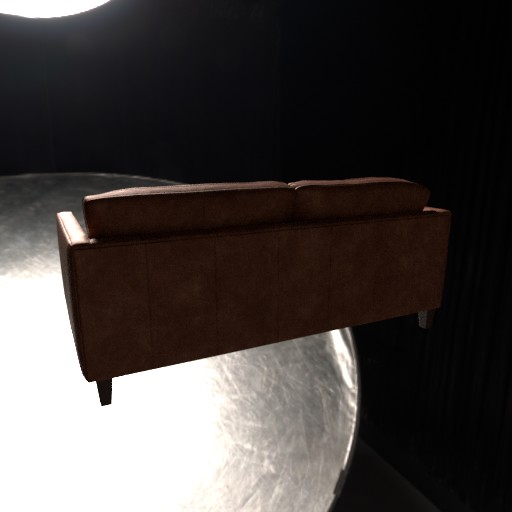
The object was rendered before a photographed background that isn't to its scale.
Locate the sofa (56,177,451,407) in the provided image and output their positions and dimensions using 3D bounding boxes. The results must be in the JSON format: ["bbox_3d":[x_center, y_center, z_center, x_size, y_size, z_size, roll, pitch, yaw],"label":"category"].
[{"bbox_3d":[0.000,0.000,2.459,1.971,0.863,0.923,-7,15,-26],"label":"sofa"}]
